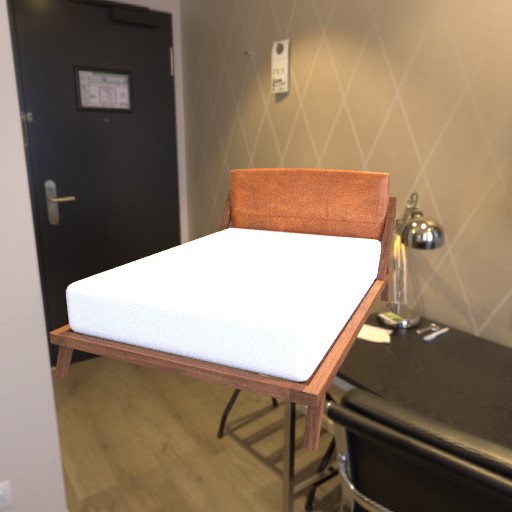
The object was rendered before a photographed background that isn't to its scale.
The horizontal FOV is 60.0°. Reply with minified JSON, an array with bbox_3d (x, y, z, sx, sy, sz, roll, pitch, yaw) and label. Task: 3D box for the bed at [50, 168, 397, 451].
[{"bbox_3d":[0.000,0.000,3.257,1.651,1.168,2.311,6,15,24],"label":"bed"}]
